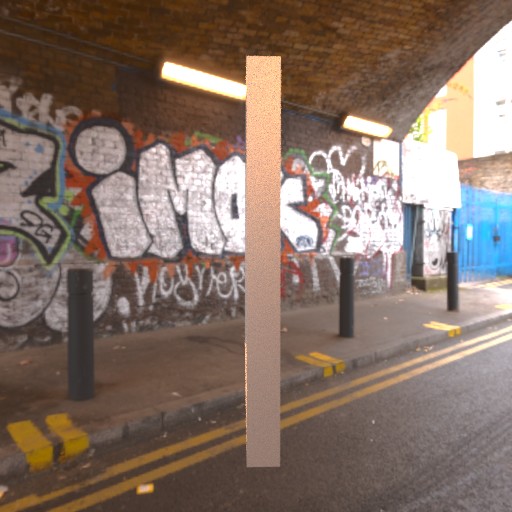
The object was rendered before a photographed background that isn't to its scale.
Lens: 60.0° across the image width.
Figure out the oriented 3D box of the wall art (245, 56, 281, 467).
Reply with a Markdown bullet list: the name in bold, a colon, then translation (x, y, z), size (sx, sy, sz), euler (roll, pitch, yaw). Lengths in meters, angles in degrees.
- **wall art**: translation (0.000, 0.000, 1.392), size (0.066, 0.801, 1.056), euler (0, 2, -2)
